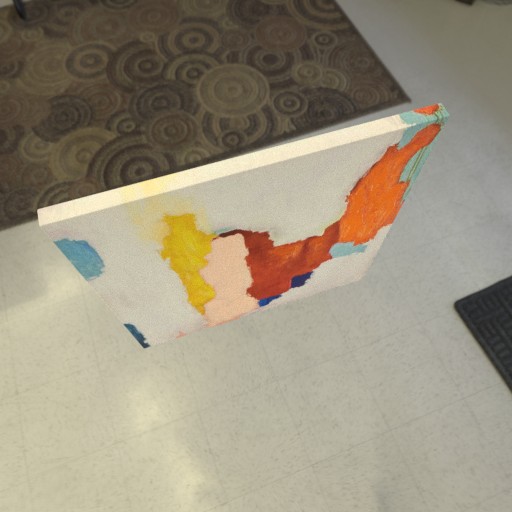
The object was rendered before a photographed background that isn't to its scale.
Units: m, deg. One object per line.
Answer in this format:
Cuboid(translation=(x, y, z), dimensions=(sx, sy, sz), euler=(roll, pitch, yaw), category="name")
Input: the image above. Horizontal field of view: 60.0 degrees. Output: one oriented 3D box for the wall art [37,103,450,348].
Cuboid(translation=(0.000, 0.000, 1.205), dimensions=(0.814, 0.814, 0.037), euler=(-17, 64, -8), category="wall art")
